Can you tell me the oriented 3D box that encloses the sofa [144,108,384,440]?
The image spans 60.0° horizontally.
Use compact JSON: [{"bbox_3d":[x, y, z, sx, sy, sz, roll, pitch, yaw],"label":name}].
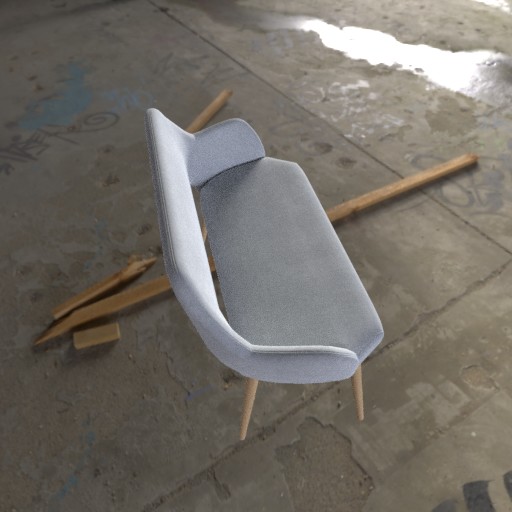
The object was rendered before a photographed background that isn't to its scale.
[{"bbox_3d":[0.000,0.000,1.616,0.610,0.840,1.150,-10,49,-9],"label":"sofa"}]
